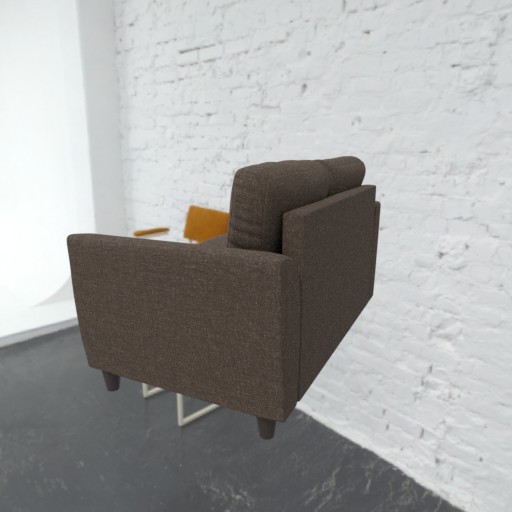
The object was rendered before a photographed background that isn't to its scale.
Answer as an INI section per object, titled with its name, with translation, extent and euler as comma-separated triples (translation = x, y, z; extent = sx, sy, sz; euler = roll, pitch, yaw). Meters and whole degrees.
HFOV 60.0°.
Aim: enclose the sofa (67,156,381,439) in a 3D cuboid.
[sofa]
translation = 0.000, 0.000, 2.044
extent = 0.851, 0.885, 1.423
euler = 7, 16, 25
